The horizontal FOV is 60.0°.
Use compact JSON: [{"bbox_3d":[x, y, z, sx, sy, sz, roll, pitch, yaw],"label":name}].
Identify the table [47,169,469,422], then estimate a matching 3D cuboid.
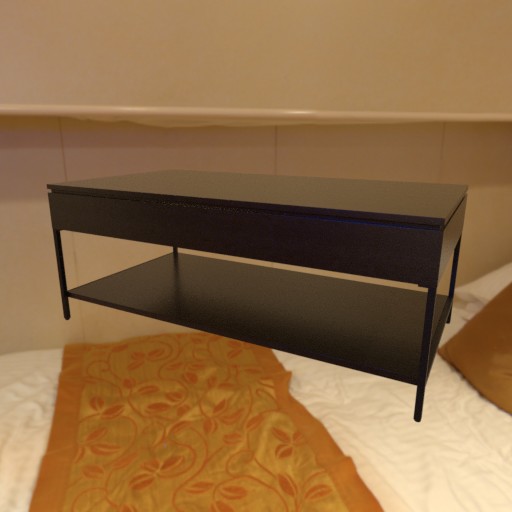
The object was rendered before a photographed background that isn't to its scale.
[{"bbox_3d":[0.000,0.000,1.356,1.095,0.435,0.574,9,18,27],"label":"table"}]
